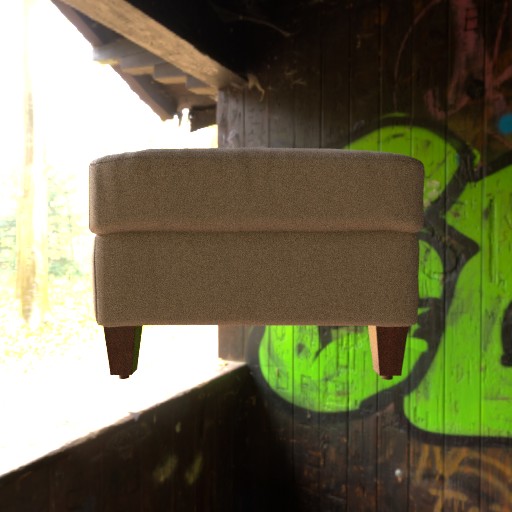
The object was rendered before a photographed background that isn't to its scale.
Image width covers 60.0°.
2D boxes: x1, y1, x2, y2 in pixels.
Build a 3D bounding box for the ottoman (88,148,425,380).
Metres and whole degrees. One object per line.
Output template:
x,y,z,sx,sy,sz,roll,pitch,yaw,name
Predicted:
0.000,0.000,1.306,0.692,0.511,0.902,0,1,0,ottoman
